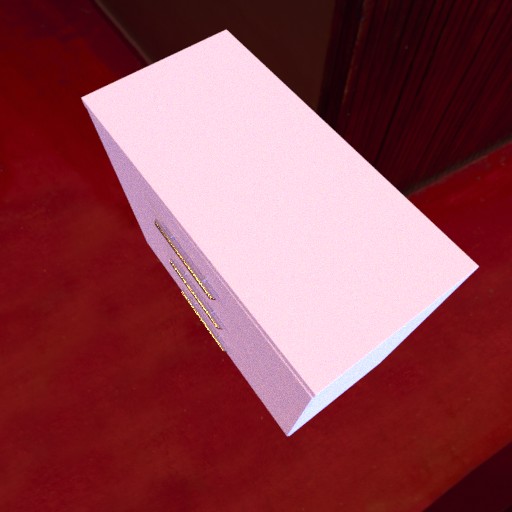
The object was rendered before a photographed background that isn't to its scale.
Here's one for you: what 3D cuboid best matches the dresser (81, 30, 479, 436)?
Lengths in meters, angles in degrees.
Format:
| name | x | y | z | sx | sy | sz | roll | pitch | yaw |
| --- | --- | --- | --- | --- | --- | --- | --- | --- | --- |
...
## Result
| name | x | y | z | sx | sy | sz | roll | pitch | yaw |
| --- | --- | --- | --- | --- | --- | --- | --- | --- | --- |
| dresser | 0.000 | 0.000 | 1.248 | 0.420 | 0.740 | 0.830 | -33 | 68 | -16 |
